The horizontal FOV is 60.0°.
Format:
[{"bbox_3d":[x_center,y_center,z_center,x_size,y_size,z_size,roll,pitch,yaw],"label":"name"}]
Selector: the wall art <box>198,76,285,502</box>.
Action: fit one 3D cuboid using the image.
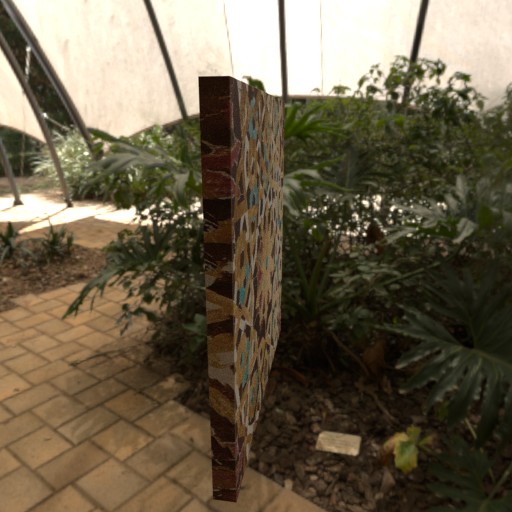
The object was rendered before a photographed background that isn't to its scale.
[{"bbox_3d":[0.000,0.000,0.887,0.041,0.613,0.609,3,17,9],"label":"wall art"}]
